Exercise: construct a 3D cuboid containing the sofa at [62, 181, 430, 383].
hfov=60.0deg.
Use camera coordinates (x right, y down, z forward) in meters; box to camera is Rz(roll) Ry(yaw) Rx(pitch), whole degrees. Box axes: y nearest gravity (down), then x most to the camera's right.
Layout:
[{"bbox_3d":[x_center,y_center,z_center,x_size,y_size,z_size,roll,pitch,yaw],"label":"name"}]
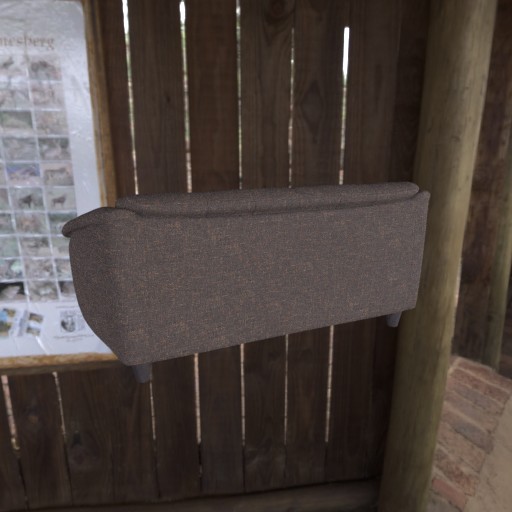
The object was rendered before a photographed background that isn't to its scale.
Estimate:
[{"bbox_3d":[0.000,0.000,2.354,1.849,0.790,0.887,-7,16,-24],"label":"sofa"}]
